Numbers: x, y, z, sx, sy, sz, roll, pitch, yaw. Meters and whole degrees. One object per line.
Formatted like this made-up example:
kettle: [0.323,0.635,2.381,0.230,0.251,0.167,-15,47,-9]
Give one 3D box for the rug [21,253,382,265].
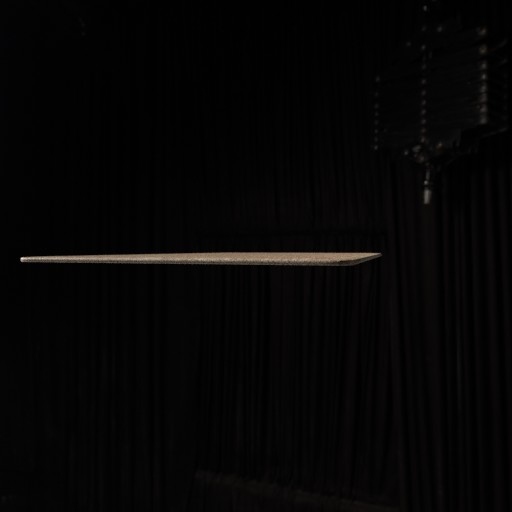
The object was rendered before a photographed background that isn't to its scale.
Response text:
rug: [0.000,0.000,2.992,1.539,0.024,2.469,0,1,18]
